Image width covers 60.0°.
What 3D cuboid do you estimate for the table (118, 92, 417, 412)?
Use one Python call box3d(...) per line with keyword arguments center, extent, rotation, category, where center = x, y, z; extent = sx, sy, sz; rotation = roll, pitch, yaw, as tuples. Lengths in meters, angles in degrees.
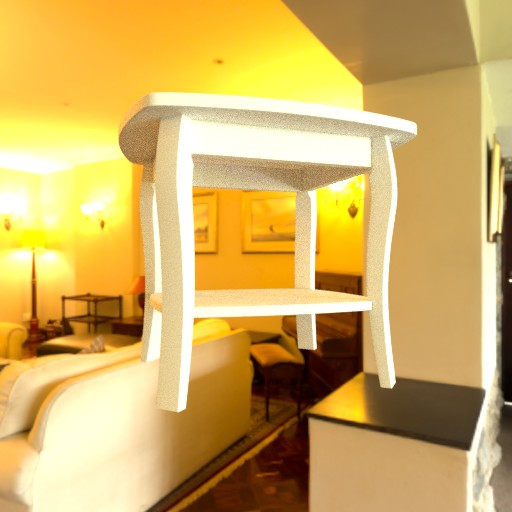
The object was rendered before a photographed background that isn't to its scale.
box3d(center=(0.000, 0.000, 0.845), extent=(0.502, 0.438, 0.451), rotation=(0, 0, -19), category="table")
